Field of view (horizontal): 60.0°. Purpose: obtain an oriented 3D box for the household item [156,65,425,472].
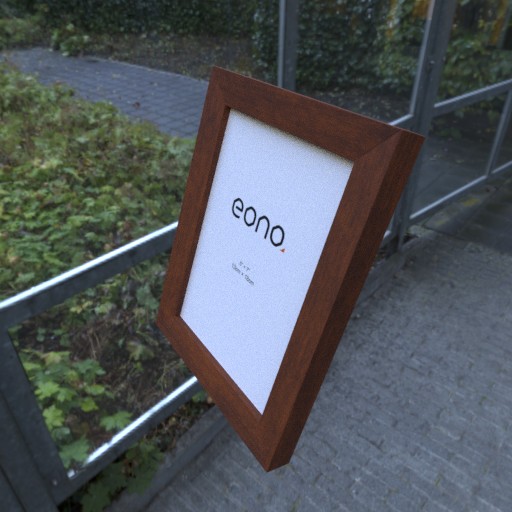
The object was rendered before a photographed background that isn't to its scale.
[{"bbox_3d":[0.000,0.000,0.291,0.096,0.204,0.160,-22,40,-28],"label":"household item"}]
